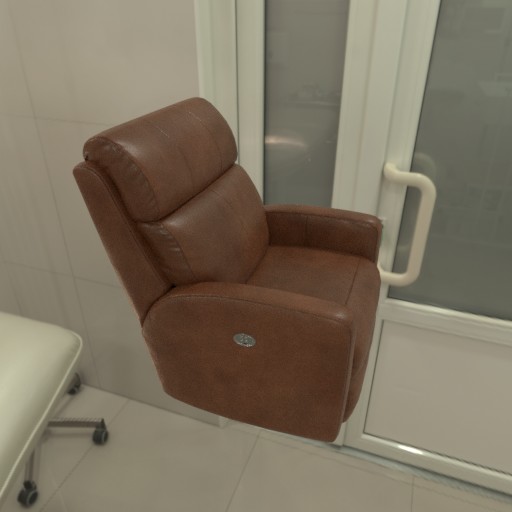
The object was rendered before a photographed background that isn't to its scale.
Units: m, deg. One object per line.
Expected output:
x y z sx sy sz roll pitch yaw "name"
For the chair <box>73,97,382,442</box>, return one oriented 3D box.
0.000 0.000 1.686 0.939 1.016 0.787 10 31 17 "chair"
